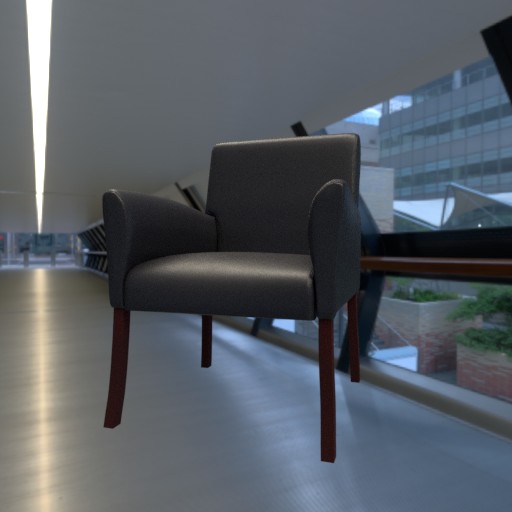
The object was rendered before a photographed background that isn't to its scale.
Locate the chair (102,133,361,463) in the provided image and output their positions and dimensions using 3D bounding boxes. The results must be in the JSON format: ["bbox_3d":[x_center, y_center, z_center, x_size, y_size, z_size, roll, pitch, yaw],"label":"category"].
[{"bbox_3d":[0.000,0.000,1.499,0.683,0.951,0.772,1,2,18],"label":"chair"}]
